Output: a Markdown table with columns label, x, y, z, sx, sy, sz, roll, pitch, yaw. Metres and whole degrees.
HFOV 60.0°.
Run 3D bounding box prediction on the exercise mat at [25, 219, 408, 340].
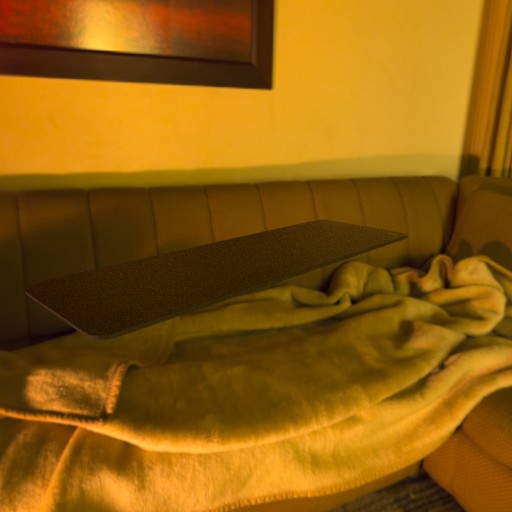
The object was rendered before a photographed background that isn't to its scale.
| label | x | y | z | sx | sy | sz | roll | pitch | yaw |
| --- | --- | --- | --- | --- | --- | --- | --- | --- | --- |
| exercise mat | 0.000 | 0.000 | 2.078 | 1.869 | 0.021 | 0.616 | -15 | 22 | -42 |
